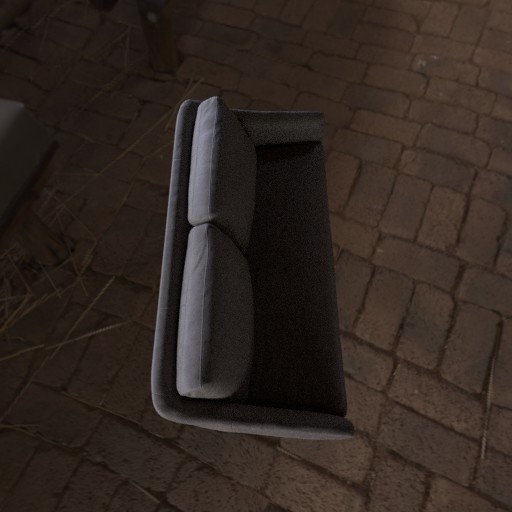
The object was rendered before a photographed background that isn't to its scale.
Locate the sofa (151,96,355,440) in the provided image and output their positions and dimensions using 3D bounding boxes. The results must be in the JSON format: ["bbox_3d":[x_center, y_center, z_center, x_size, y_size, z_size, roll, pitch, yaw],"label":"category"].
[{"bbox_3d":[0.000,0.000,2.647,0.960,0.902,2.036,0,64,0],"label":"sofa"}]
